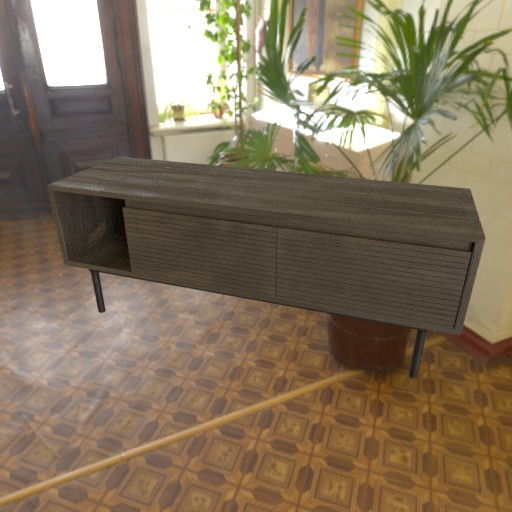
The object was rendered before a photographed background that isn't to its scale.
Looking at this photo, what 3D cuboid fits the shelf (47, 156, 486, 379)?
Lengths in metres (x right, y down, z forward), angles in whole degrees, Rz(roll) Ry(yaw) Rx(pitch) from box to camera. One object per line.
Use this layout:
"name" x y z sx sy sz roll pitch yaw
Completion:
"shelf" 0.000 0.000 1.529 1.300 0.495 0.400 9 28 16
